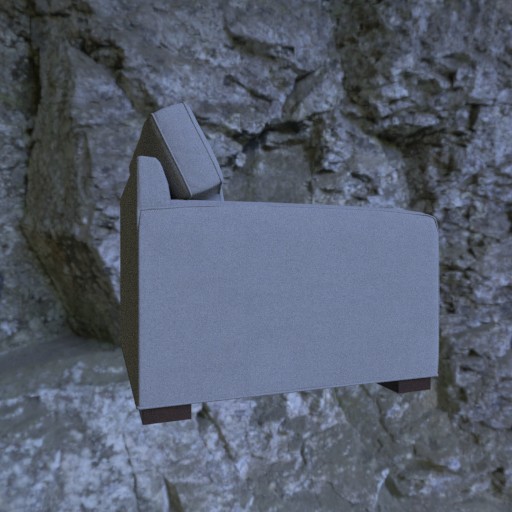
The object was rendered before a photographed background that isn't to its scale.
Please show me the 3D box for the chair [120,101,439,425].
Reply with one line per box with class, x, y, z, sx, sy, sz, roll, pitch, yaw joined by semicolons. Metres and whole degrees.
chair;0.000;0.000;1.845;1.044;0.934;0.999;0;0;-19
